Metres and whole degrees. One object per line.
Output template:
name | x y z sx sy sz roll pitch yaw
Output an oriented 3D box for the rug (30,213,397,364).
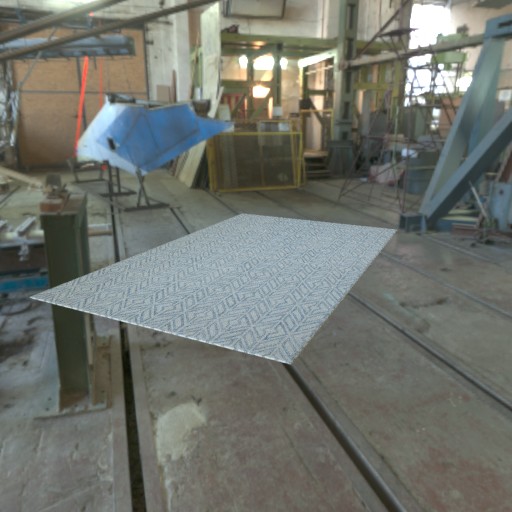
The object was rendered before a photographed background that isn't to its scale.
rug | 0.000 0.000 3.122 1.526 0.008 2.441 8 19 25
